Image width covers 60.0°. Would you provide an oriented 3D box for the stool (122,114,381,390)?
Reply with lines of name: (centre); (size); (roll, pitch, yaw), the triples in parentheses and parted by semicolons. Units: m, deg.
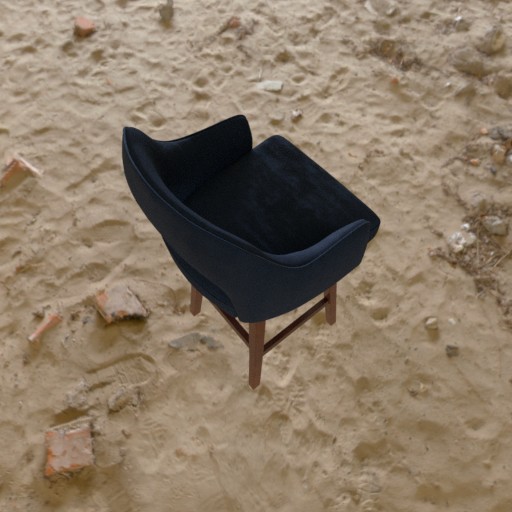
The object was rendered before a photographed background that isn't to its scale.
stool: (0.000, 0.000, 1.402); (0.560, 1.041, 0.550); (-35, 64, -20)
